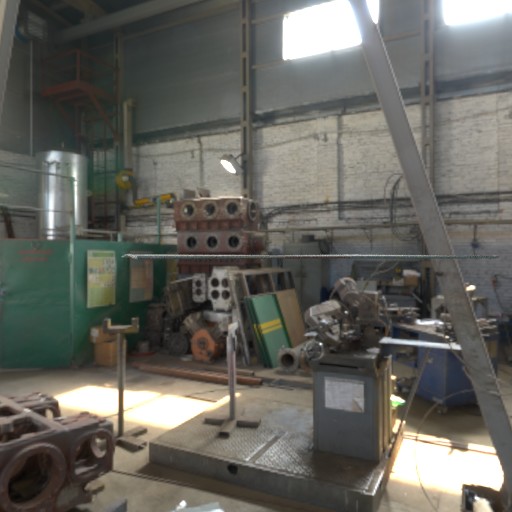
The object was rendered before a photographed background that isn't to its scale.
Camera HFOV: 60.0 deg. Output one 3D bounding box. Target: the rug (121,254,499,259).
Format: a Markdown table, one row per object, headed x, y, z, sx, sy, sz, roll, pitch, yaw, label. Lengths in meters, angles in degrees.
| x | y | z | sx | sy | sz | roll | pitch | yaw | label |
| --- | --- | --- | --- | --- | --- | --- | --- | --- | --- |
| 0.000 | 0.000 | 2.847 | 1.611 | 0.026 | 2.260 | 0 | 0 | -18 | rug |
